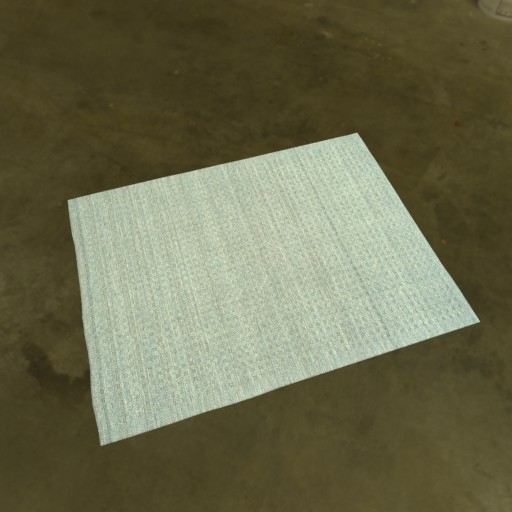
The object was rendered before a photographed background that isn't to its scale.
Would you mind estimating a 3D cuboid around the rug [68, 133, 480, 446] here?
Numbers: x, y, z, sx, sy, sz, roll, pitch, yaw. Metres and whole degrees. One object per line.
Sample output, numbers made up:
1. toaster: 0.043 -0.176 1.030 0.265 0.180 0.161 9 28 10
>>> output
1. rug: 0.000 0.000 4.108 3.200 0.007 2.443 -15 59 -10
